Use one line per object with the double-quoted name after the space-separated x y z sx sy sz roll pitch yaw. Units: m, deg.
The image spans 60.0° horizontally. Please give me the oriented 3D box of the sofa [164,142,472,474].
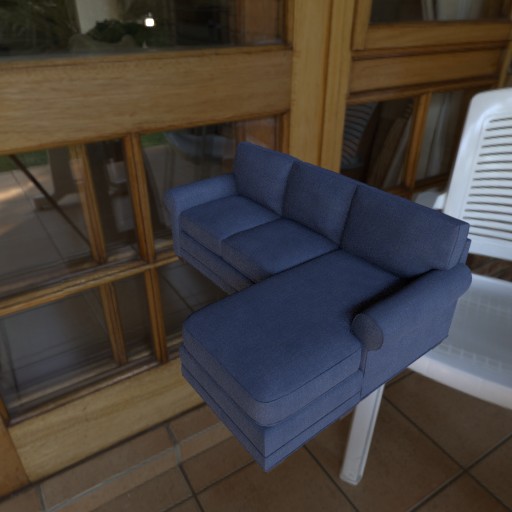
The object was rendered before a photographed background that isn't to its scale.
0.000 0.000 3.399 1.780 1.063 2.567 -21 37 -32 "sofa"
